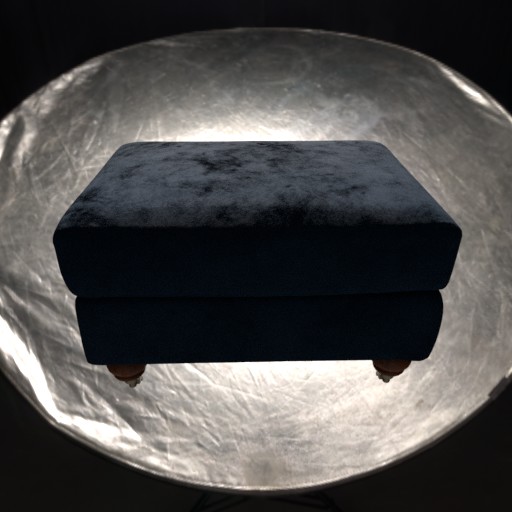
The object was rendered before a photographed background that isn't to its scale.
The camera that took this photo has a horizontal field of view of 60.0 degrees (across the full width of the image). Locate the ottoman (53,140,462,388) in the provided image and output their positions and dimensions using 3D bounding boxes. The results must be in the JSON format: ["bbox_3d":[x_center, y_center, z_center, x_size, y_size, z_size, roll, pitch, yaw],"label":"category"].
[{"bbox_3d":[0.000,0.000,1.129,0.773,0.503,0.572,-1,30,-1],"label":"ottoman"}]
